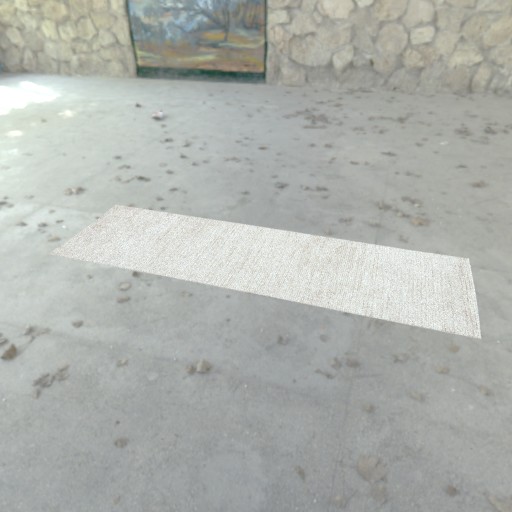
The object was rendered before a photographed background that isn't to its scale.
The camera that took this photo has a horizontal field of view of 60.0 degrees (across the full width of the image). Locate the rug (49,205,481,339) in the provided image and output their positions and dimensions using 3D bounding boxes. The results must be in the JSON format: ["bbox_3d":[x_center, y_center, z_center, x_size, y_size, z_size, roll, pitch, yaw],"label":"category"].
[{"bbox_3d":[0.000,0.000,2.563,2.346,0.013,0.712,10,33,16],"label":"rug"}]
